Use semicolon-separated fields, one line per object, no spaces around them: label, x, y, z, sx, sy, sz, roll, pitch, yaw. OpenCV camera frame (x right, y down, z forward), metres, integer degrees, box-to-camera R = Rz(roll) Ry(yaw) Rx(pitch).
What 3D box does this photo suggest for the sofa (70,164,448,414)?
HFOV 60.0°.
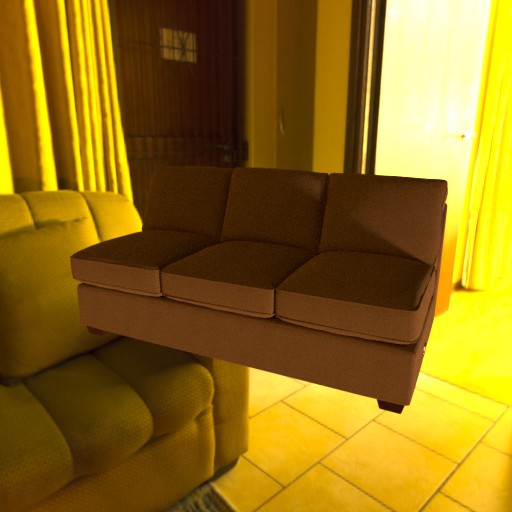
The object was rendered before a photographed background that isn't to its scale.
sofa;0.000;0.000;2.774;2.092;1.036;1.127;7;17;25
